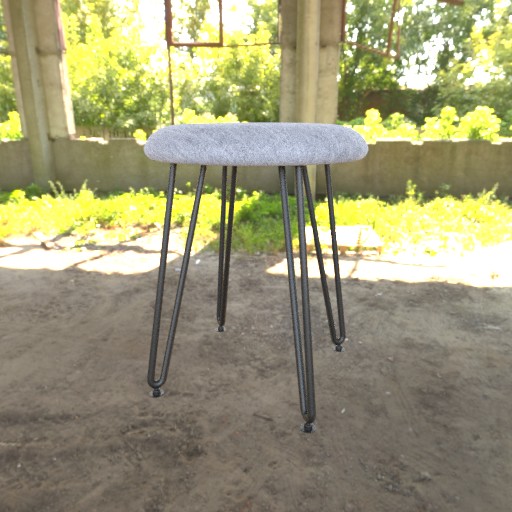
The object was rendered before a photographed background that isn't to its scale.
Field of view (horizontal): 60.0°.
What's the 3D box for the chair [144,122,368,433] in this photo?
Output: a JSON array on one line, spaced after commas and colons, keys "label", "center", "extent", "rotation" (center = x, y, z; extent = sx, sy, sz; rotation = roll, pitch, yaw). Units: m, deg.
[{"label": "chair", "center": [0.000, 0.000, 0.671], "extent": [0.350, 0.386, 0.350], "rotation": [-7, 18, -24]}]
